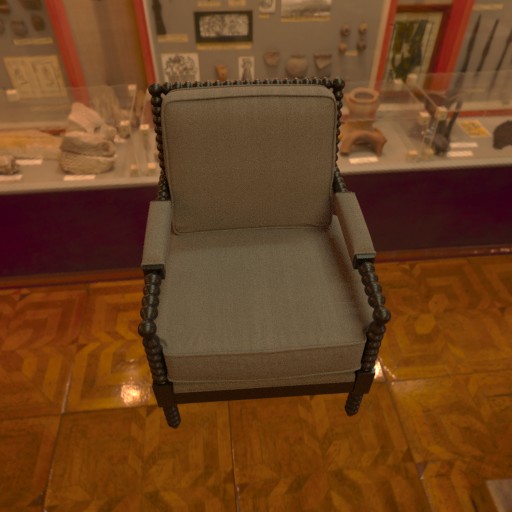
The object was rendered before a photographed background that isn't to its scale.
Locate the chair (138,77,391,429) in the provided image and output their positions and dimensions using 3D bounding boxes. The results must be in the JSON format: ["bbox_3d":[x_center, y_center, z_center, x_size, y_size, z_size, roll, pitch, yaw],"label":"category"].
[{"bbox_3d":[0.000,0.000,1.126,0.540,0.661,0.622,-3,45,-3],"label":"chair"}]
